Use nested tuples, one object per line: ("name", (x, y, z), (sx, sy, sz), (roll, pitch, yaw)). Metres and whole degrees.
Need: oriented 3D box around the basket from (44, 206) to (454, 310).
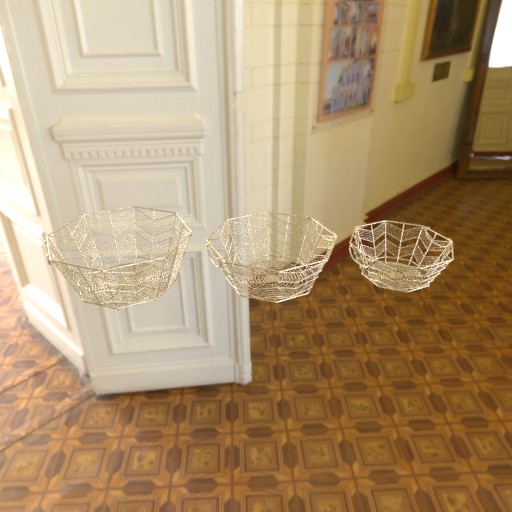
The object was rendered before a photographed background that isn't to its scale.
("basket", (0.000, 0.000, 1.388), (1.246, 0.178, 0.432), (-1, 29, -3))
